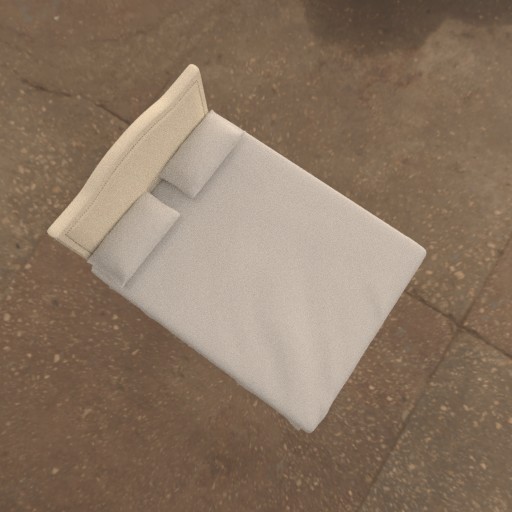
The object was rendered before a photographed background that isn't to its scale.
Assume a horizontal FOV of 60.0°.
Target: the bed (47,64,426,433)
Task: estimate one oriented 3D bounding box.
[{"bbox_3d":[0.000,0.000,3.755,2.477,1.437,1.977,35,79,8],"label":"bed"}]
